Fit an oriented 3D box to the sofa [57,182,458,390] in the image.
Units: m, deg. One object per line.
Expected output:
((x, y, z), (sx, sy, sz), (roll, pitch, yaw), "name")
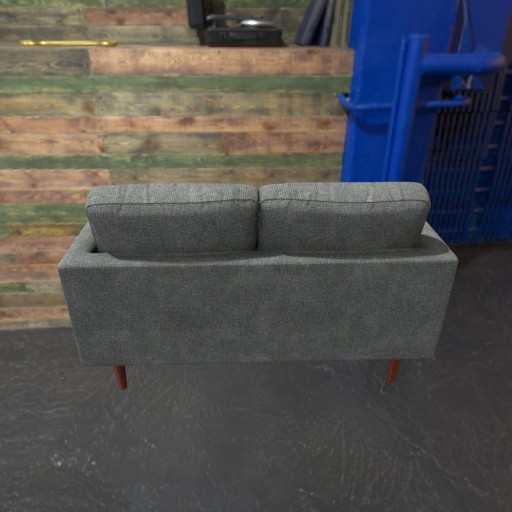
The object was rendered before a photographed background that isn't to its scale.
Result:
((0.000, 0.000, 2.181), (1.582, 0.956, 0.903), (-1, 29, -2), "sofa")
